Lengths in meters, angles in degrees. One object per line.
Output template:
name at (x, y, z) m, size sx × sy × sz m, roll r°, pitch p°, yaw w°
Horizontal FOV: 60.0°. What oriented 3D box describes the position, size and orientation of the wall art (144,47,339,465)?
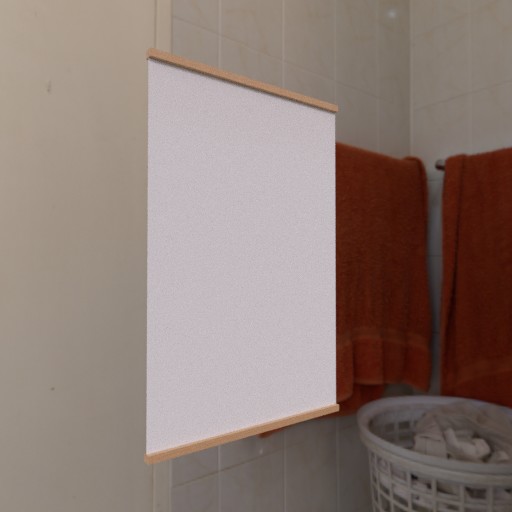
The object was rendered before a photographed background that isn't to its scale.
wall art at (0.000, 0.000, 0.647) m, size 0.335 × 0.510 × 0.013 m, roll 1°, pitch -2°, yaw -37°
